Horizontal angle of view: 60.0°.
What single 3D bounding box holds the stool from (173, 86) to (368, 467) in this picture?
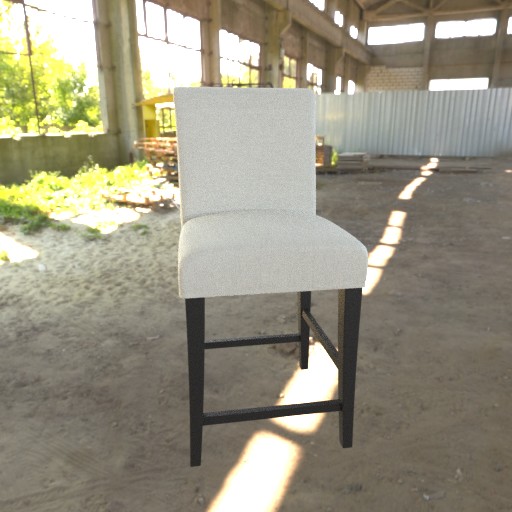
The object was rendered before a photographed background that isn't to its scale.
[{"bbox_3d":[0.000,0.000,1.314,0.452,0.976,0.597,-3,16,-9],"label":"stool"}]
